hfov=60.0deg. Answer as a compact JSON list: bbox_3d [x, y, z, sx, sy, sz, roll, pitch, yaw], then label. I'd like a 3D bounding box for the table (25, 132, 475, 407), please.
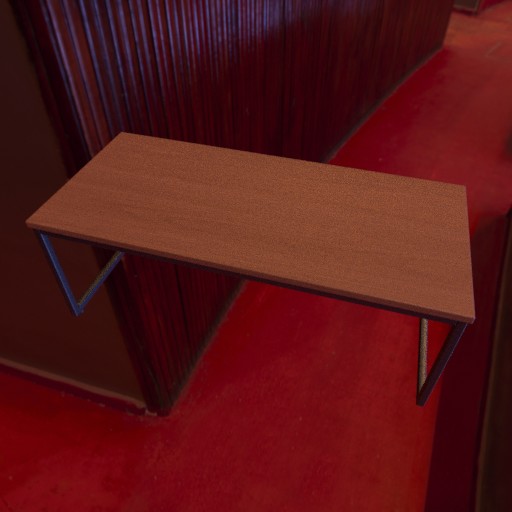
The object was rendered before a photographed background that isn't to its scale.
[{"bbox_3d":[0.000,0.000,1.343,1.100,0.400,0.500,12,45,12],"label":"table"}]
